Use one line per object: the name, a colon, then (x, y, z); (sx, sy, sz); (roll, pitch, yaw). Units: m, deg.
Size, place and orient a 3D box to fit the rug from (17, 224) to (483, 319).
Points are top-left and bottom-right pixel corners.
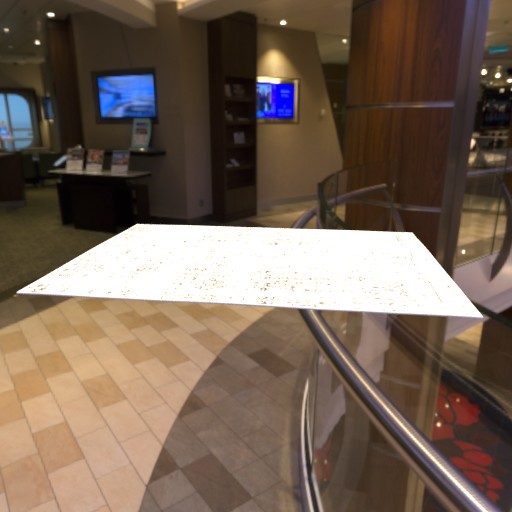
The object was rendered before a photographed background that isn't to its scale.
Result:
rug: (0.000, 0.000, 3.079); (2.438, 0.026, 1.706); (2, 17, 7)
